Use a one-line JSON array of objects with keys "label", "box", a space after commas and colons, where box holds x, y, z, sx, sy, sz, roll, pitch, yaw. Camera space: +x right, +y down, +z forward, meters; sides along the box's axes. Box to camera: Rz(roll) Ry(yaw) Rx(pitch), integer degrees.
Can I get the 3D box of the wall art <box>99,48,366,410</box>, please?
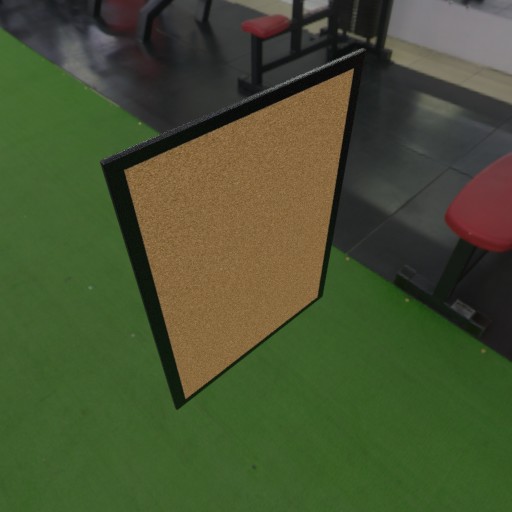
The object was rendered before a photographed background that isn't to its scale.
[{"label": "wall art", "box": [0.000, 0.000, 1.268, 0.707, 0.967, 0.013, -33, 55, -27]}]
